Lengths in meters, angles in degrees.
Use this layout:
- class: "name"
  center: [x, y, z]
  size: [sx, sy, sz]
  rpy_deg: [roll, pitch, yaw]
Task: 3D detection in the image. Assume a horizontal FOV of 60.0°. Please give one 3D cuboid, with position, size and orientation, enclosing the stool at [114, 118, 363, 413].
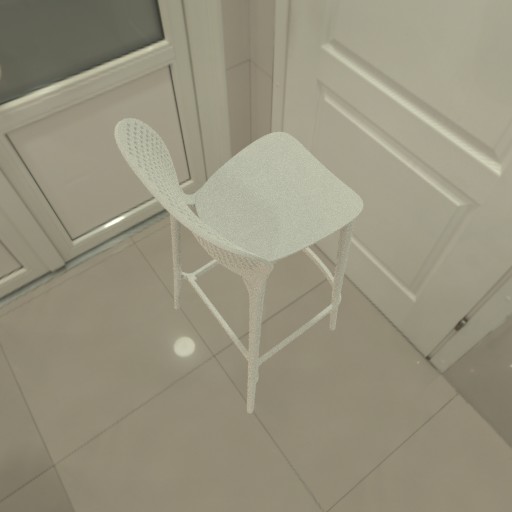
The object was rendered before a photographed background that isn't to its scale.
- class: "stool"
  center: [0.000, 0.000, 1.347]
  size: [0.535, 1.045, 0.536]
  rpy_deg: [-32, 63, -18]
